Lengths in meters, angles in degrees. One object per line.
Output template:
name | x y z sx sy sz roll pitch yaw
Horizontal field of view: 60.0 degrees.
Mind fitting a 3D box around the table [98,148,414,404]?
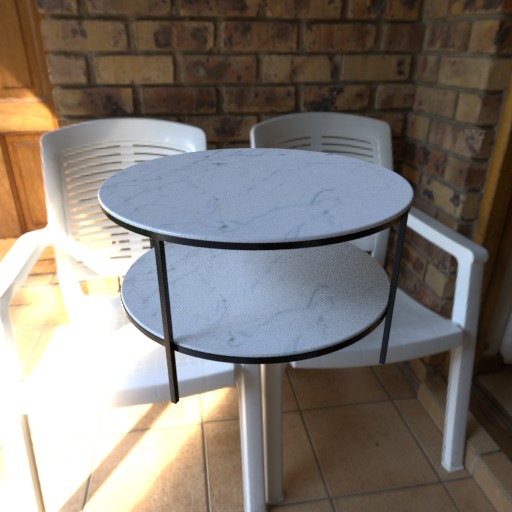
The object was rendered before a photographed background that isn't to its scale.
table | 0.000 0.000 1.272 0.800 0.450 0.800 0 25 0
